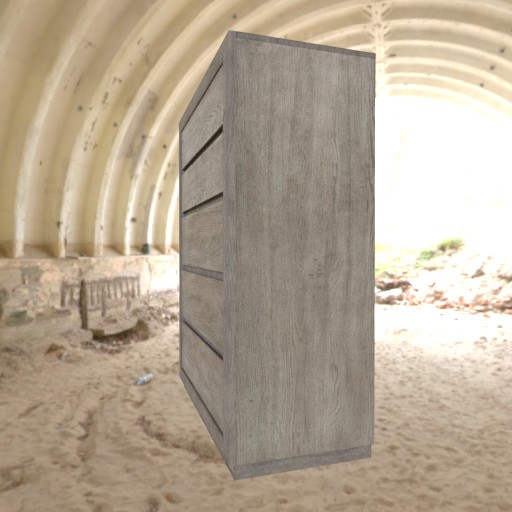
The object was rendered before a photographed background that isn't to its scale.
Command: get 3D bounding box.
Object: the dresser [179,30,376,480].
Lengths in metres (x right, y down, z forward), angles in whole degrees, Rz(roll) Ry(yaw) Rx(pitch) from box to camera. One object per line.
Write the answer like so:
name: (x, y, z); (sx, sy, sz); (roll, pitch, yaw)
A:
dresser: (0.000, 0.000, 1.797); (0.483, 1.295, 0.967); (0, 1, -18)
